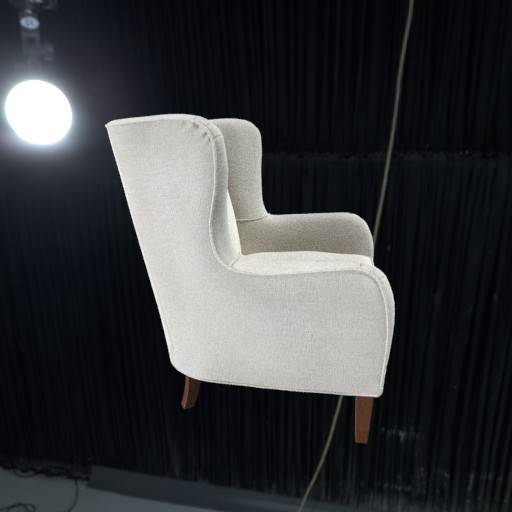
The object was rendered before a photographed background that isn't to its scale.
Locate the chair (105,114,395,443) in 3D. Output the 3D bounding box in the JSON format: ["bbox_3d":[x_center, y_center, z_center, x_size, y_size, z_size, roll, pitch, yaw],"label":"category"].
[{"bbox_3d":[0.000,0.000,1.733,0.966,1.040,0.838,3,16,9],"label":"chair"}]
